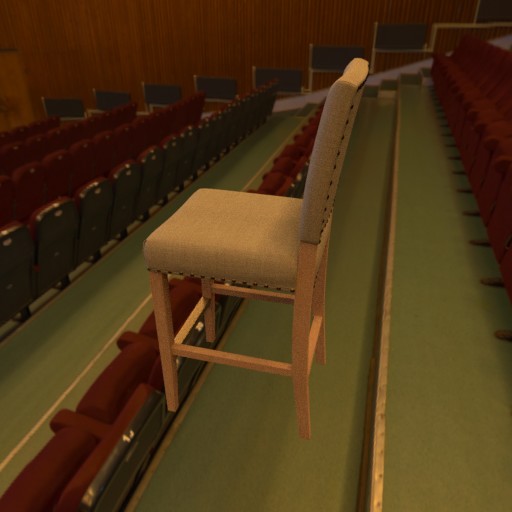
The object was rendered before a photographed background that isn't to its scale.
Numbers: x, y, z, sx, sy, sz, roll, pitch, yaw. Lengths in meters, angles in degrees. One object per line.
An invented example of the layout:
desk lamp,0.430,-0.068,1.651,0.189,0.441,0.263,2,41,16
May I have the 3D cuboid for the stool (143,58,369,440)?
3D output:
stool,0.000,0.000,1.466,0.585,1.173,0.445,8,31,13
